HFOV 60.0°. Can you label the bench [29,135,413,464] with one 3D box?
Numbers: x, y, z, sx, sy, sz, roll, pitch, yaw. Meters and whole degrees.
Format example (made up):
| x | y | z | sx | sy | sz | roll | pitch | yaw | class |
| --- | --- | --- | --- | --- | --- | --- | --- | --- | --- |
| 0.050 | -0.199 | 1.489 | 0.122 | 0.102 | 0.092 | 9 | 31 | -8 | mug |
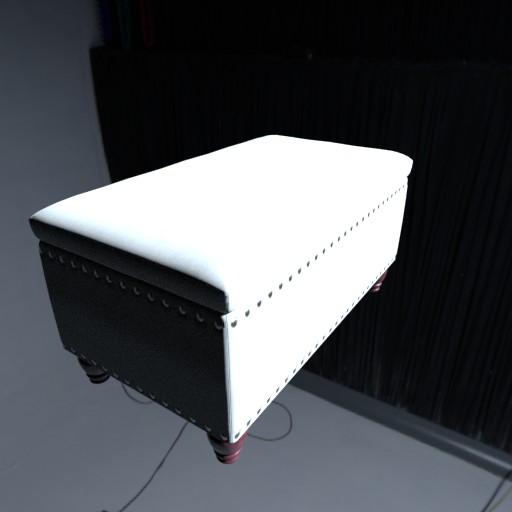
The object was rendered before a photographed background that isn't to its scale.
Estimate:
| x | y | z | sx | sy | sz | roll | pitch | yaw | class |
| --- | --- | --- | --- | --- | --- | --- | --- | --- | --- |
| 0.000 | 0.000 | 1.164 | 0.500 | 0.449 | 0.887 | 17 | 31 | 30 | bench |
